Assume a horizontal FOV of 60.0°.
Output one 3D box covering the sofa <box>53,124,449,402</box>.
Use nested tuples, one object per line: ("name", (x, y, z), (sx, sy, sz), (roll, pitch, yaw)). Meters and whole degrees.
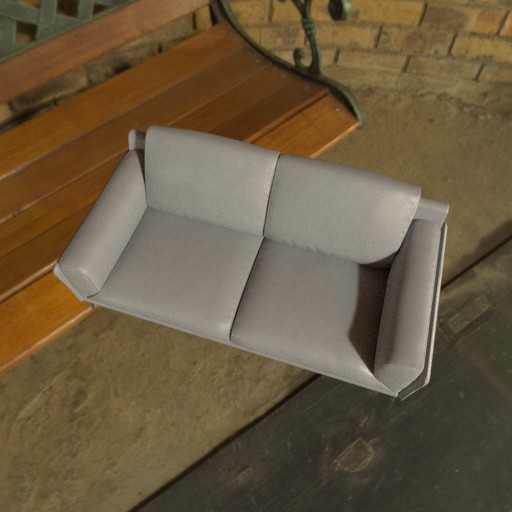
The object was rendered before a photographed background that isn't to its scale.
("sofa", (0.000, 0.000, 2.669), (2.101, 0.930, 1.049), (15, 60, 9))
